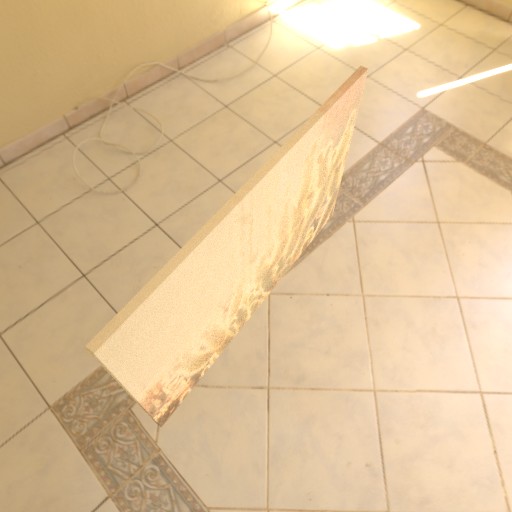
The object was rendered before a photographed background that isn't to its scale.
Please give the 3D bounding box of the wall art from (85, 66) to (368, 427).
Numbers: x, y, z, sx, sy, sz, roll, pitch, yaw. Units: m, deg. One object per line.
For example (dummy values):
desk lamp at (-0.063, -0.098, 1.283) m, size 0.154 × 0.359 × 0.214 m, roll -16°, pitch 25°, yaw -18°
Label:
wall art at (0.000, 0.000, 1.954) m, size 0.038 × 1.012 × 1.525 m, roll 32°, pitch 64°, yaw 18°
